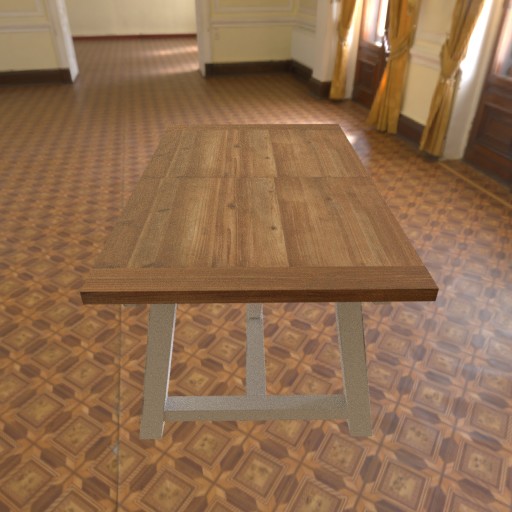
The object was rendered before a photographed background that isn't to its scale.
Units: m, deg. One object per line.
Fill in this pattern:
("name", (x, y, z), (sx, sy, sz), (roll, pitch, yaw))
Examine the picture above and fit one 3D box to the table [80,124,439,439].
("table", (0.000, 0.000, 1.969), (0.922, 0.743, 1.503), (0, 32, -1))
